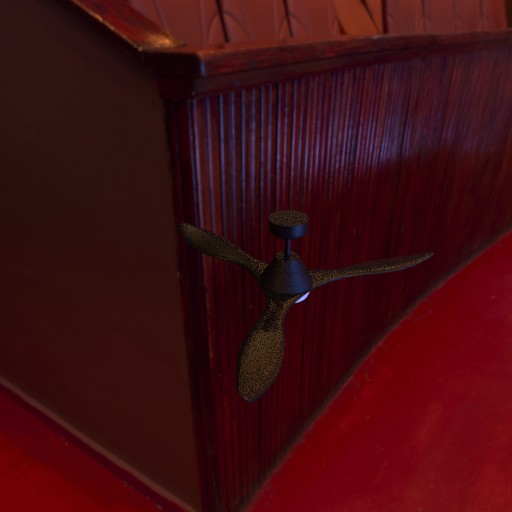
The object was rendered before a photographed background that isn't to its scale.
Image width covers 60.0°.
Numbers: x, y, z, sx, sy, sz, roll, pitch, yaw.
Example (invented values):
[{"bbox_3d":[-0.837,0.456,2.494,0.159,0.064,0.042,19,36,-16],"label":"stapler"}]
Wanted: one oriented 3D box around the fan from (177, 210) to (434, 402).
[{"bbox_3d":[0.000,0.000,1.623,1.067,0.305,1.067,17,33,27],"label":"fan"}]
